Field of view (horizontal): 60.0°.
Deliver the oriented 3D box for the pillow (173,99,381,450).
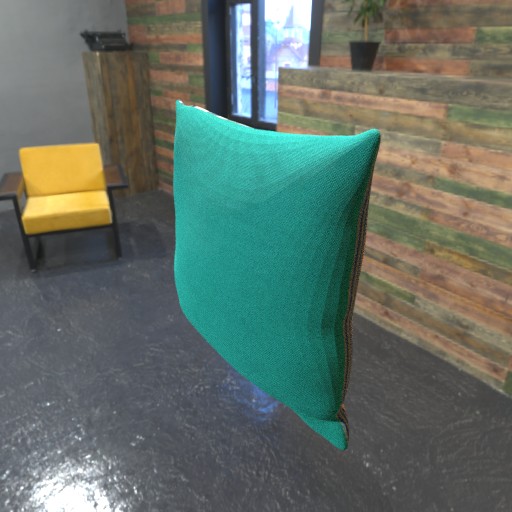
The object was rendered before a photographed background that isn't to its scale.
[{"bbox_3d":[0.000,0.000,0.692,0.182,0.441,0.440,-18,31,-33],"label":"pillow"}]
